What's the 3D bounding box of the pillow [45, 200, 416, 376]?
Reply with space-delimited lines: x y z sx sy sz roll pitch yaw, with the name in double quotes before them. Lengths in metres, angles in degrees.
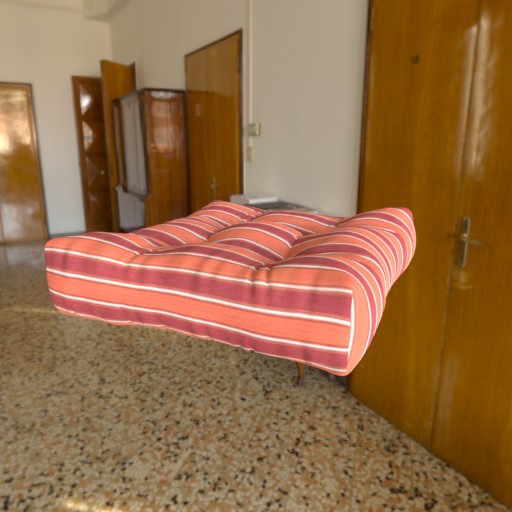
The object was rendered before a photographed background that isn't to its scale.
"pillow" 0.000 0.000 0.744 0.468 0.133 0.490 7 16 24
